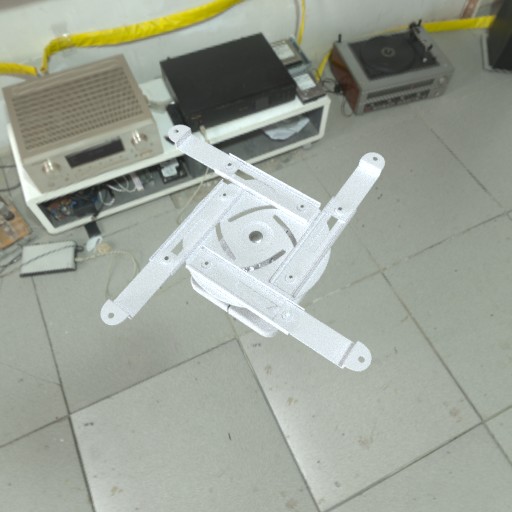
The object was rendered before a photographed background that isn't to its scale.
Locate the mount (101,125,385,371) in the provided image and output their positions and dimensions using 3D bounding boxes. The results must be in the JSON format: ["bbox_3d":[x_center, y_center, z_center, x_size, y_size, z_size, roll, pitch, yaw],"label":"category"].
[{"bbox_3d":[0.000,0.000,0.616,0.394,0.141,0.394,32,66,16],"label":"mount"}]
